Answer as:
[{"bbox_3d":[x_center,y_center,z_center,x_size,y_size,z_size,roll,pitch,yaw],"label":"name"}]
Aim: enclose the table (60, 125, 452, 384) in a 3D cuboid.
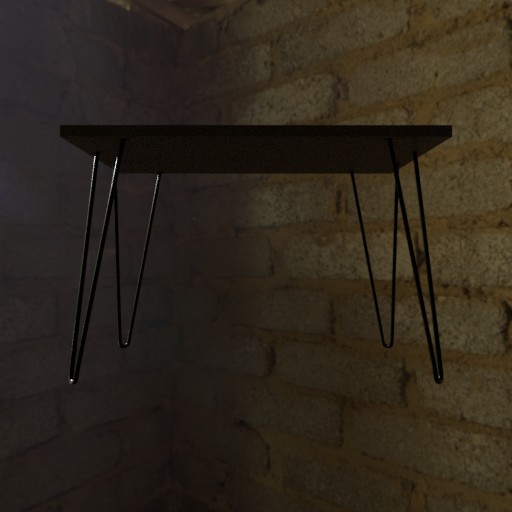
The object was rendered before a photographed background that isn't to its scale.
[{"bbox_3d":[0.000,0.000,1.367,0.991,0.660,0.499,0,0,0],"label":"table"}]
